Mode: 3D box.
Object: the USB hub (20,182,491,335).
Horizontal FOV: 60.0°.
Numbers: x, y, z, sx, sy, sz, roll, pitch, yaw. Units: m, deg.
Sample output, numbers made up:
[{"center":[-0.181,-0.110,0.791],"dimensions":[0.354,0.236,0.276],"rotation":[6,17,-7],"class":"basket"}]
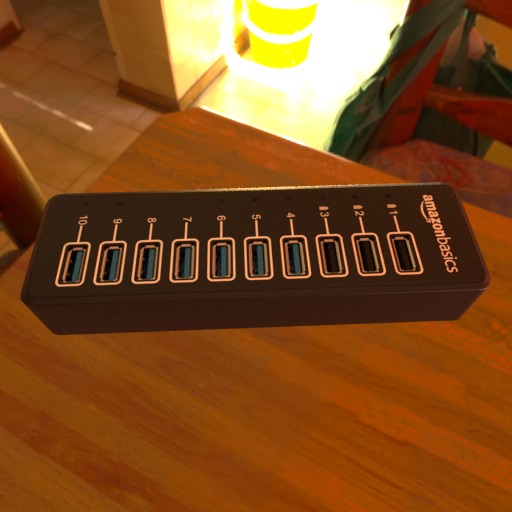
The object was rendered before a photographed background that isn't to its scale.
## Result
[{"center":[0.000,0.000,0.155],"dimensions":[0.145,0.023,0.044],"rotation":[-2,57,-1],"class":"USB hub"}]
